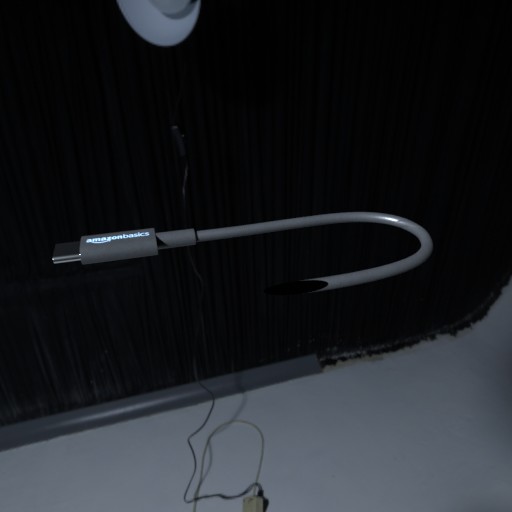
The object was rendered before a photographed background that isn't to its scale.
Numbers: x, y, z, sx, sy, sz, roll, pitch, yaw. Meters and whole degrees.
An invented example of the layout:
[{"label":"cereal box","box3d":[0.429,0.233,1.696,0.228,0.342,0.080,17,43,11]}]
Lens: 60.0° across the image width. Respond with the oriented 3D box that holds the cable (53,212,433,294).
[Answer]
[{"label":"cable","box3d":[0.000,0.000,0.112,0.098,0.005,0.041,-8,31,-13]}]
